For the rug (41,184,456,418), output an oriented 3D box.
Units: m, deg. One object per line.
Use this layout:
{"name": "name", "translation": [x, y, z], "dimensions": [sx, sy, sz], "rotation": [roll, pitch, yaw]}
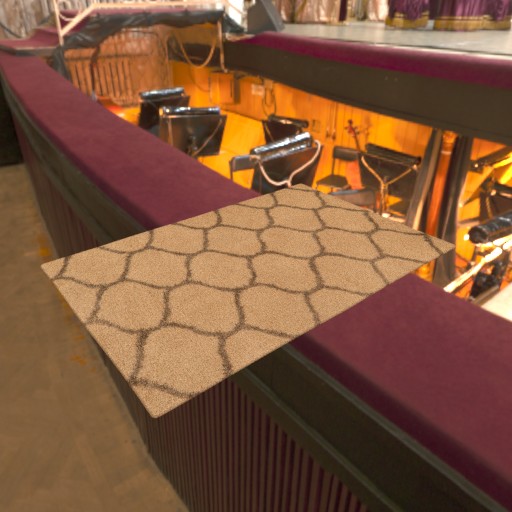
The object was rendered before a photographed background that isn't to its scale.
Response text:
{"name": "rug", "translation": [0.000, 0.000, 3.440], "dimensions": [2.701, 0.026, 1.801], "rotation": [-22, 37, -33]}
